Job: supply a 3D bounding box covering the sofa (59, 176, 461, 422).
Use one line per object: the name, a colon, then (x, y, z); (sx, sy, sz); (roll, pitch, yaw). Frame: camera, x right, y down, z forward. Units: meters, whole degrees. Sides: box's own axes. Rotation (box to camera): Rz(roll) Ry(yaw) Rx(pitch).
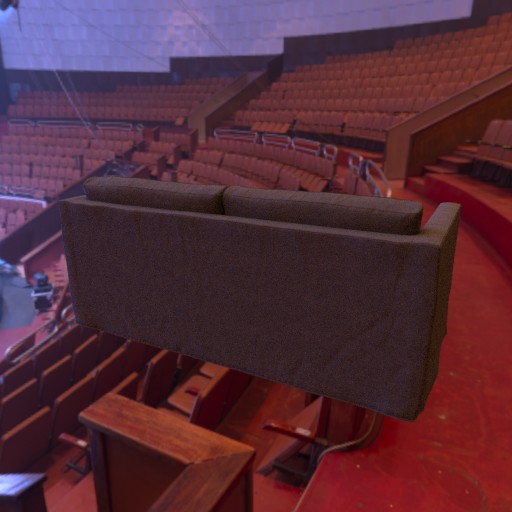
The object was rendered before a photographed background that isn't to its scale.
sofa: (0.000, 0.000, 2.437); (1.982, 0.855, 0.953); (9, 19, 27)
